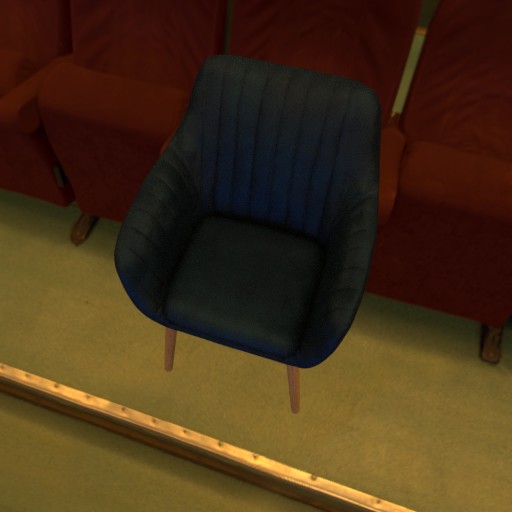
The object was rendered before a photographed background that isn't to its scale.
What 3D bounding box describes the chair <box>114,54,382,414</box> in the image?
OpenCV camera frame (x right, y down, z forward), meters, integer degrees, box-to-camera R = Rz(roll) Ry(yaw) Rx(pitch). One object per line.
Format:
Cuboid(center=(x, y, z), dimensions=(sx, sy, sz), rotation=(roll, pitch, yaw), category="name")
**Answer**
Cuboid(center=(0.000, 0.000, 1.236), dimensions=(0.578, 0.826, 0.573), rotation=(15, 60, 9), category="chair")
